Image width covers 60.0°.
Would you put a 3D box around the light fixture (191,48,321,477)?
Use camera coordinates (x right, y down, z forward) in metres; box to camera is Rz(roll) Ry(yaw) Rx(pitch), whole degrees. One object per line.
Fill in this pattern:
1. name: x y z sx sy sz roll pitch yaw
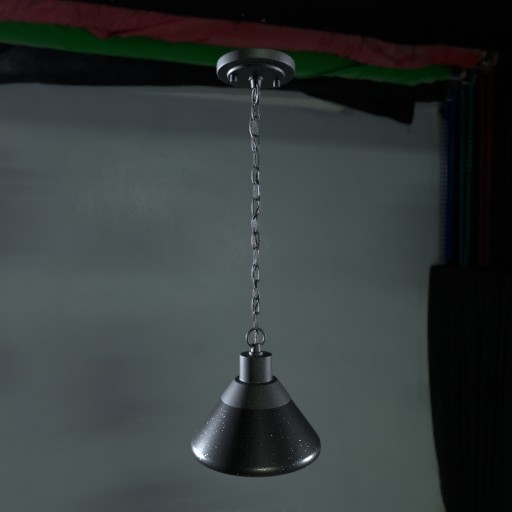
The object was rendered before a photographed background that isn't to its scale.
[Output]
1. light fixture: 0.000 0.000 0.688 0.201 0.588 0.201 0 1 -18
